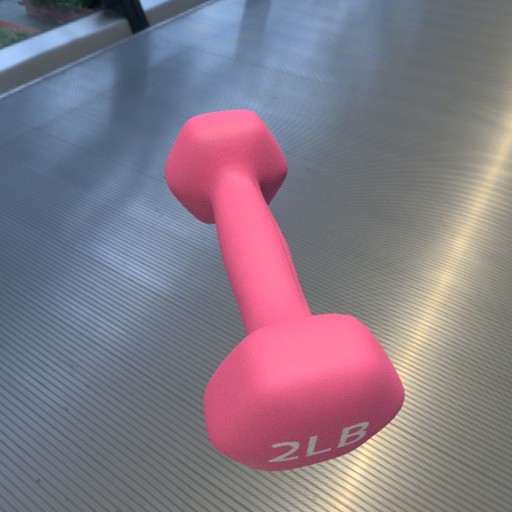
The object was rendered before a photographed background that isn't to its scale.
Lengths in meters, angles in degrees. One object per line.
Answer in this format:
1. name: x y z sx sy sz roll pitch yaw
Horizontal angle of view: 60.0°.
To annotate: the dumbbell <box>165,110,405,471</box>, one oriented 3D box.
1. dumbbell: 0.000 0.000 0.167 0.058 0.053 0.146 -9 46 -9
